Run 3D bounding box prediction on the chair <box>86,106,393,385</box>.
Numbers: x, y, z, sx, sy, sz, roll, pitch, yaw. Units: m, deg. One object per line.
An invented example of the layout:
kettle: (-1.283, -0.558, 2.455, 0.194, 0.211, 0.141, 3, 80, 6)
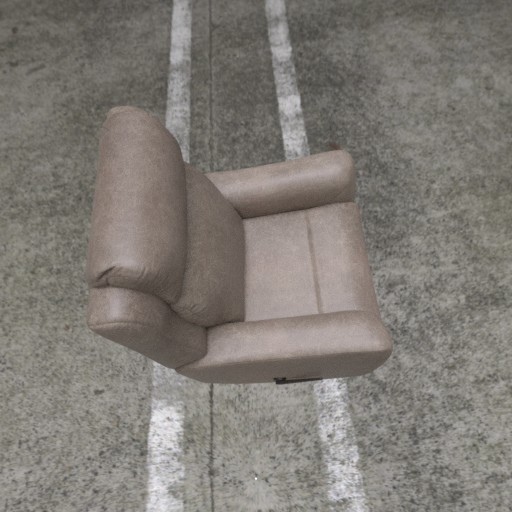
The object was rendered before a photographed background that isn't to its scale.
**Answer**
chair: (0.000, 0.000, 1.871, 1.068, 1.116, 0.967, -4, 63, -2)
